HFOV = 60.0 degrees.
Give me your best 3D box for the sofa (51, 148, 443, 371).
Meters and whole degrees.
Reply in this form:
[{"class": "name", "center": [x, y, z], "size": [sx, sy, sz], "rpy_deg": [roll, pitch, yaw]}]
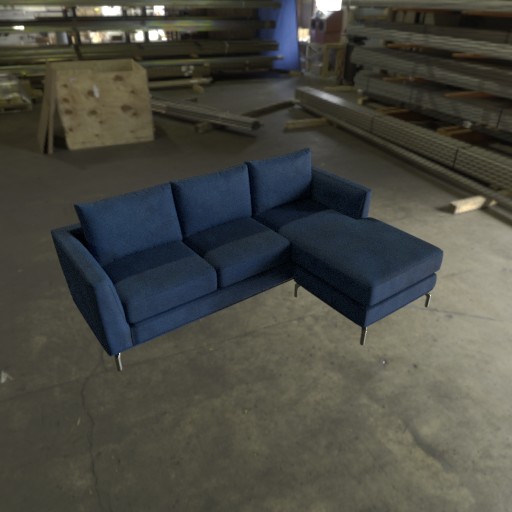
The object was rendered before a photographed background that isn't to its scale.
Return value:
[{"class": "sofa", "center": [0.000, 0.000, 3.319], "size": [2.438, 0.987, 1.622], "rpy_deg": [-20, 36, -31]}]
